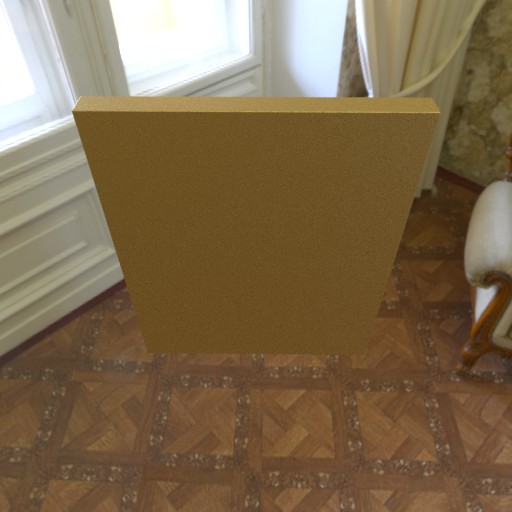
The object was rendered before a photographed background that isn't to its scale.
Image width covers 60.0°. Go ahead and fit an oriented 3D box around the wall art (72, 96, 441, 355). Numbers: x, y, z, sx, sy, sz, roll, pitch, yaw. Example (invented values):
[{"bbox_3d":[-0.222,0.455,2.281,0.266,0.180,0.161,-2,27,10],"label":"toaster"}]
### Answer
[{"bbox_3d":[0.000,0.000,0.887,0.537,0.642,0.048,0,45,0],"label":"wall art"}]
